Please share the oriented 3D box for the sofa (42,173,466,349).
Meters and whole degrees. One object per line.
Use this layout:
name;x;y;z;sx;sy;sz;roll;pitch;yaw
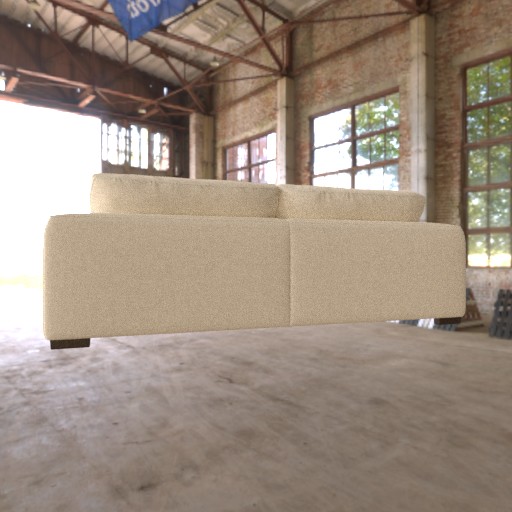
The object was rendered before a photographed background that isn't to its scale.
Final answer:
sofa;0.000;0.000;2.714;2.262;0.801;1.070;0;0;-19
